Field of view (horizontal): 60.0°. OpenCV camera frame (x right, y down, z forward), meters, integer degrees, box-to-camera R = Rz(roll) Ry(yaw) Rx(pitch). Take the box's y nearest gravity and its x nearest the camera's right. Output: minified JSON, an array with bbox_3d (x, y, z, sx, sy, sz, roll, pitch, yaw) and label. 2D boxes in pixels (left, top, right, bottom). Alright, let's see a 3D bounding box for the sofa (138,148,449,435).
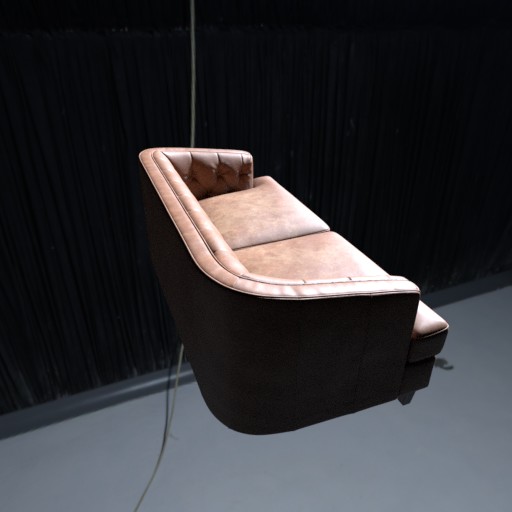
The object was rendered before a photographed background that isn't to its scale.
[{"bbox_3d":[0.000,0.000,2.262,0.914,0.786,1.755,-11,32,-19],"label":"sofa"}]
